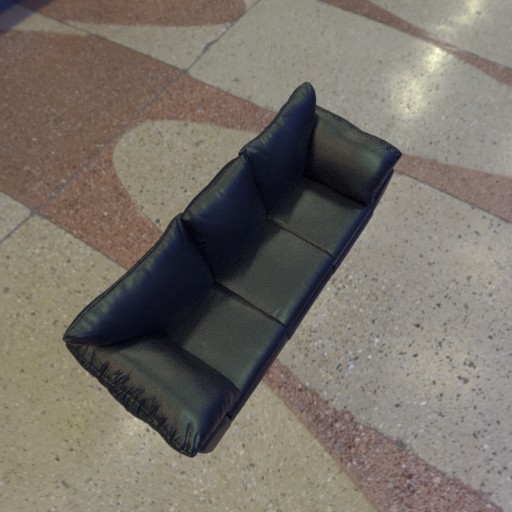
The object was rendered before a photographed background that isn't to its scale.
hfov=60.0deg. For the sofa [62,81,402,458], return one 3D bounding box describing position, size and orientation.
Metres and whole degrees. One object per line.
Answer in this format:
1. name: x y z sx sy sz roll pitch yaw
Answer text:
1. sofa: 0.000 0.000 2.797 0.880 1.073 2.336 30 63 17
